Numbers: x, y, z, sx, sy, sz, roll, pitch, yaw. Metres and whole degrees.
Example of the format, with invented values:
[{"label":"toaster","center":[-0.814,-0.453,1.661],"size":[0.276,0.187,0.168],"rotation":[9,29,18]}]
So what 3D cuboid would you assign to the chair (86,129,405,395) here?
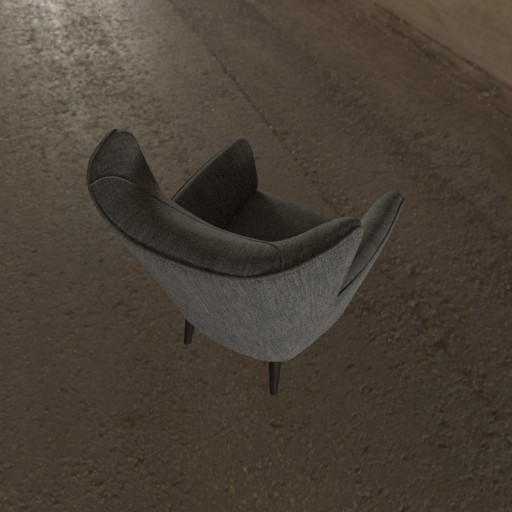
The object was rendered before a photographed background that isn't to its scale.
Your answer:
[{"label":"chair","center":[0.000,0.000,1.575],"size":[0.781,0.933,0.888],"rotation":[25,51,22]}]
